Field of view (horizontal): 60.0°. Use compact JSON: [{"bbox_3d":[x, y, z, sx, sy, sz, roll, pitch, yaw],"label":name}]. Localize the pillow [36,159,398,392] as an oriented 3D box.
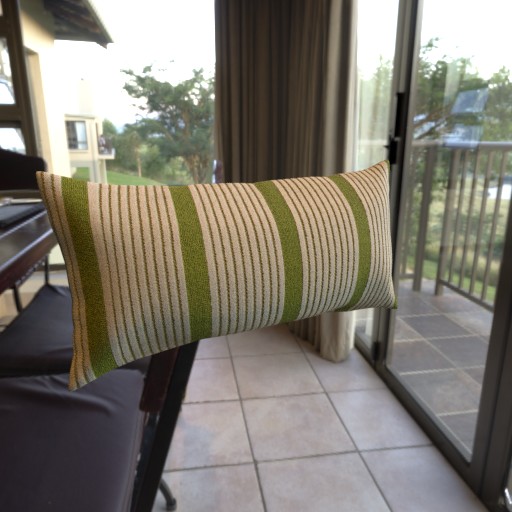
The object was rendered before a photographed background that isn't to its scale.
[{"bbox_3d":[0.000,0.000,0.720,0.608,0.292,0.156,-8,18,-27],"label":"pillow"}]
